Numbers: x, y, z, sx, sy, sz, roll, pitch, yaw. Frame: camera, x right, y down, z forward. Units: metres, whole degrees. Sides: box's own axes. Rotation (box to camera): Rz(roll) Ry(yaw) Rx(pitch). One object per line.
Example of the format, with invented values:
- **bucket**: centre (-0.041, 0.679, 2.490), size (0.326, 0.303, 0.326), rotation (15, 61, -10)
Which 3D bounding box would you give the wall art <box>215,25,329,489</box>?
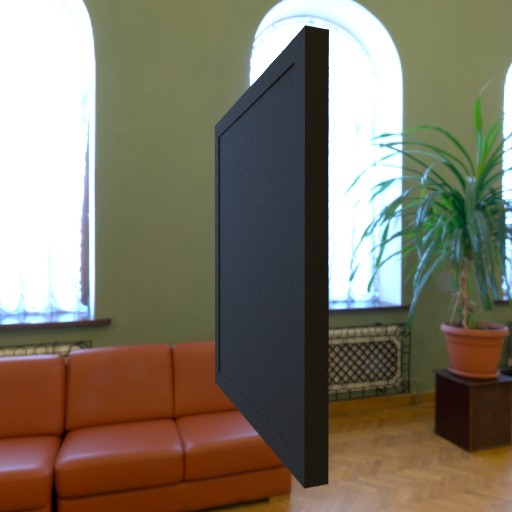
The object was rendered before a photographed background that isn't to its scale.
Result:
- **wall art**: centre (0.000, 0.000, 0.755), size (0.033, 0.559, 0.457), rotation (0, 1, -19)
